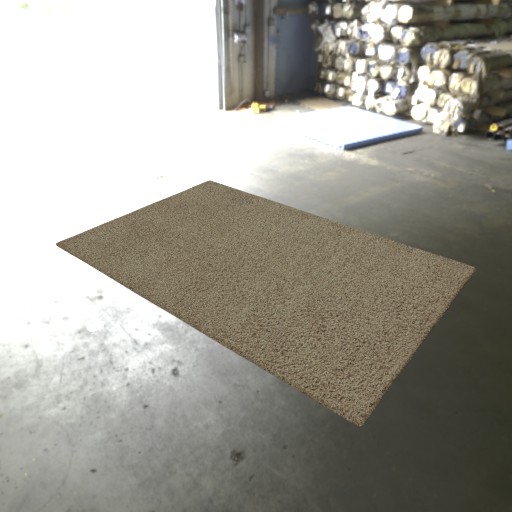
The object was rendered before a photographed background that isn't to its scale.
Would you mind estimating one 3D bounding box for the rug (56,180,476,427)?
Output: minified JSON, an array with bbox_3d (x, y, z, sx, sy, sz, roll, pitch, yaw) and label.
[{"bbox_3d":[0.000,0.000,3.419,2.743,0.030,1.778,23,38,33],"label":"rug"}]
